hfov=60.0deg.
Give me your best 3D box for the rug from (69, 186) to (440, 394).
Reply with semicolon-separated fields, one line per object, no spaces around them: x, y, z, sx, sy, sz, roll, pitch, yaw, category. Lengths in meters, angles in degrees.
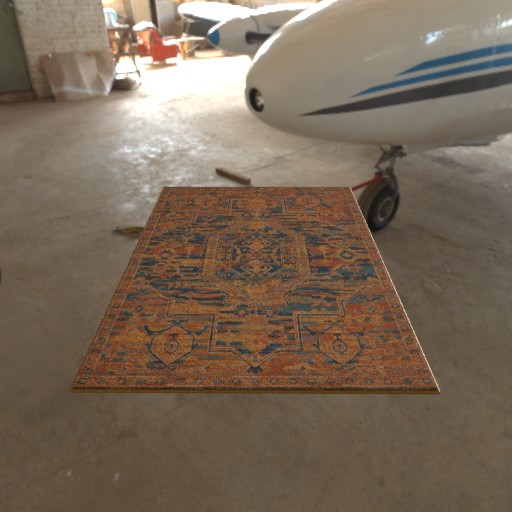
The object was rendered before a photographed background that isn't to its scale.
0.000;0.000;2.825;1.588;0.024;2.204;0;32;0;rug
